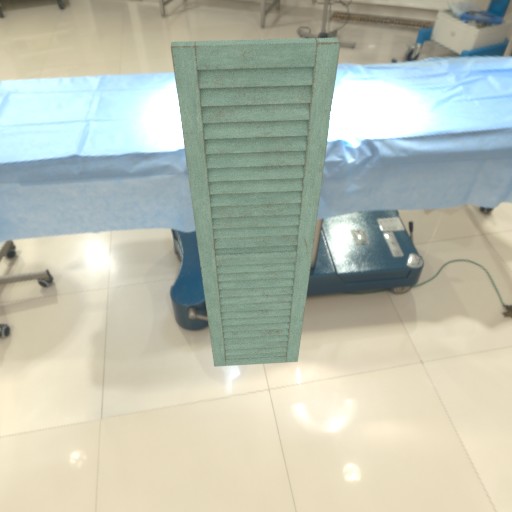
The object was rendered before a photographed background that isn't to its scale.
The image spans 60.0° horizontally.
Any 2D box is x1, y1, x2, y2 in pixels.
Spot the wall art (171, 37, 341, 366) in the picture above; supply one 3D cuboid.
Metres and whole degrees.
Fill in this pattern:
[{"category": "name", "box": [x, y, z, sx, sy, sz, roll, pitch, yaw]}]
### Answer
[{"category": "wall art", "box": [0.000, 0.000, 1.309, 0.329, 1.219, 0.025, -3, 47, -3]}]
